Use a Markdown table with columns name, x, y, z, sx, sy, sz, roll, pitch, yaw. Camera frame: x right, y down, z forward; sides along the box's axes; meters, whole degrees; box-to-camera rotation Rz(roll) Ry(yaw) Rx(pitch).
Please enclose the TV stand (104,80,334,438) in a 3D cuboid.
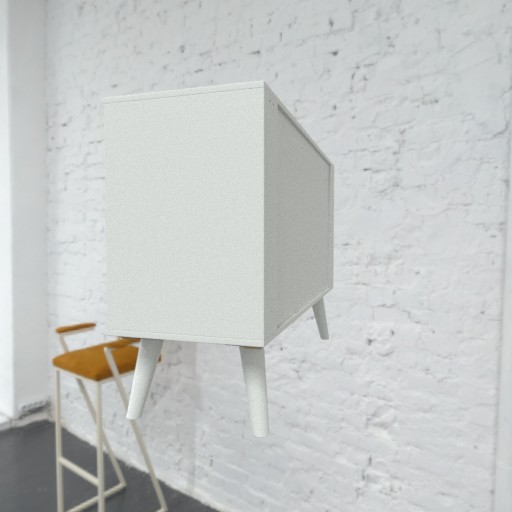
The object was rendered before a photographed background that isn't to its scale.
| name | x | y | z | sx | sy | sz | roll | pitch | yaw |
| --- | --- | --- | --- | --- | --- | --- | --- | --- | --- |
| TV stand | 0.000 | 0.000 | 1.602 | 0.406 | 0.812 | 1.193 | 1 | 3 | 17 |
